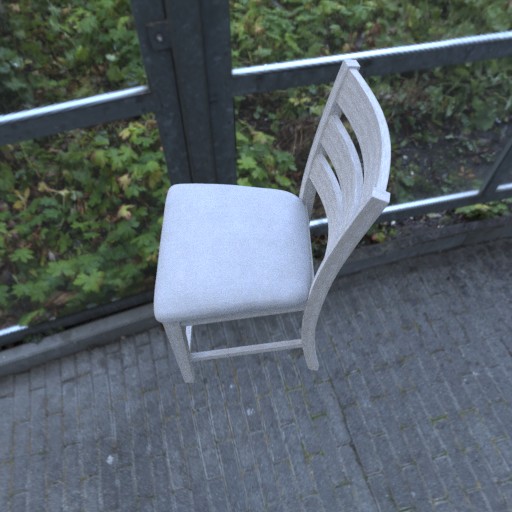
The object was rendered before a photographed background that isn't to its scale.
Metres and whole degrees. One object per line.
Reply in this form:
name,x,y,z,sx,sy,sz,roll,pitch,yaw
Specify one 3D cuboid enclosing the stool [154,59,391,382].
stool,0.000,0.000,1.368,0.569,1.032,0.484,-1,57,0
